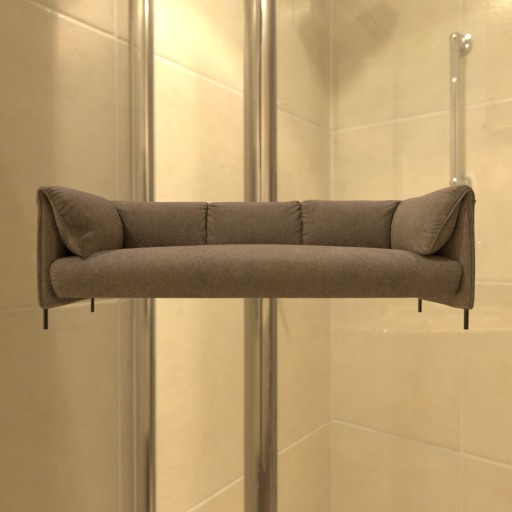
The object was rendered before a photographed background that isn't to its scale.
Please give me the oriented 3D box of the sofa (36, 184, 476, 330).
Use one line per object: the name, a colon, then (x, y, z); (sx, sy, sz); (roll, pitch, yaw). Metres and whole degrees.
sofa: (0.000, 0.000, 2.633); (2.238, 0.758, 0.899); (0, 0, 0)
